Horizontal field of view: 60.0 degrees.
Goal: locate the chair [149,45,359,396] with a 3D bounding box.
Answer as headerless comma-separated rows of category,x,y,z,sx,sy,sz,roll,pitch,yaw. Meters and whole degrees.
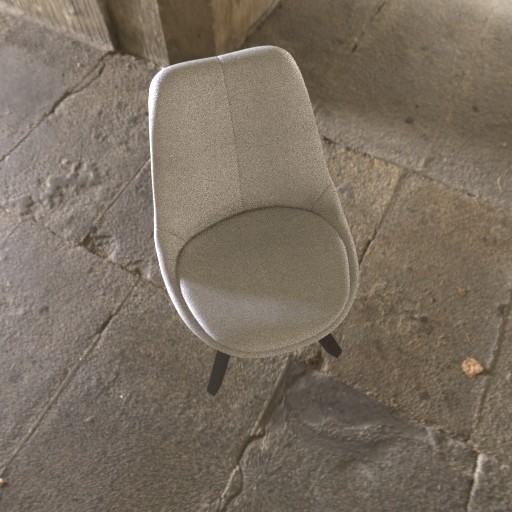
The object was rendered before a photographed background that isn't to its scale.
chair,0.000,0.000,1.171,0.485,0.850,0.550,-16,64,-8
